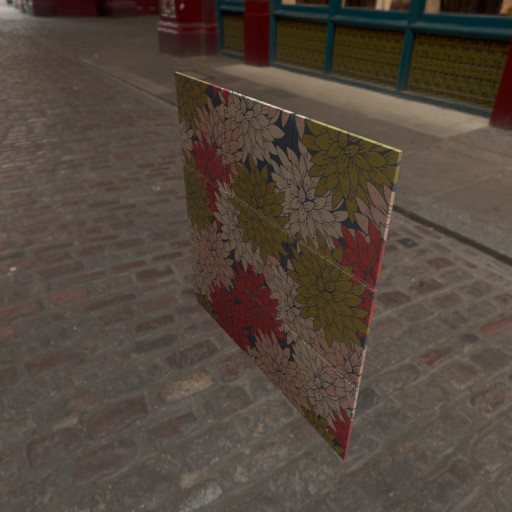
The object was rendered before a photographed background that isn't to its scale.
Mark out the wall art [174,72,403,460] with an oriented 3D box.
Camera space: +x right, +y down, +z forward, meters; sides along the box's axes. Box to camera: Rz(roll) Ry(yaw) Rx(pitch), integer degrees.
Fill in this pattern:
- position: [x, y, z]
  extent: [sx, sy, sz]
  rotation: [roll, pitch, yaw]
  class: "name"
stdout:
- position: [0.000, 0.000, 1.789]
  extent: [0.013, 1.218, 1.206]
  rotation: [-20, 38, -28]
  class: "wall art"
